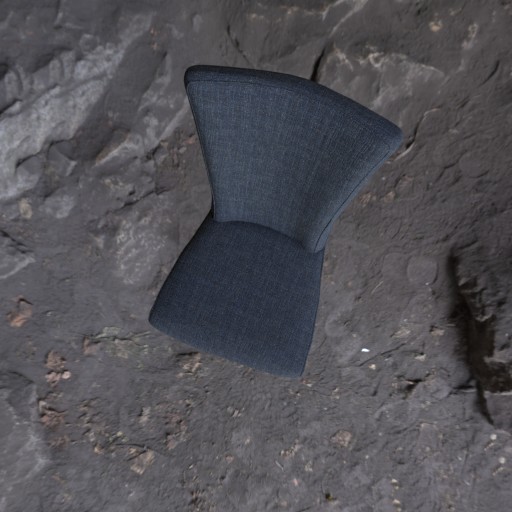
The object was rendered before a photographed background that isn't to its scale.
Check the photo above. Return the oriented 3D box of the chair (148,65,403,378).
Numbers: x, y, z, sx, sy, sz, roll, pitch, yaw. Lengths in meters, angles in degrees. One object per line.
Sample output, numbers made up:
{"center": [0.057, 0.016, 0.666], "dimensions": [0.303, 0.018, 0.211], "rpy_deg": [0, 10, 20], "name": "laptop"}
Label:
{"center": [0.000, 0.000, 1.402], "dimensions": [0.520, 0.991, 0.660], "rpy_deg": [19, 76, 5], "name": "chair"}
